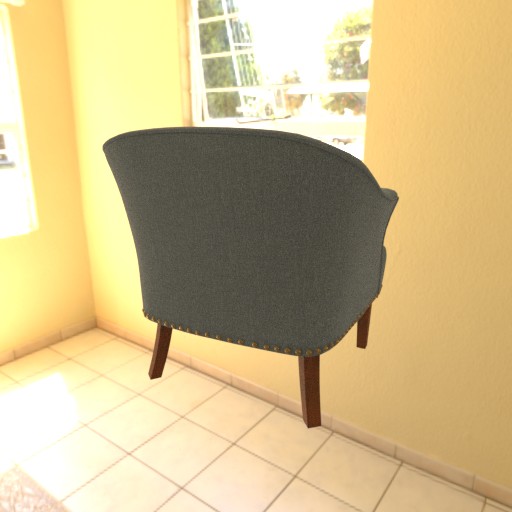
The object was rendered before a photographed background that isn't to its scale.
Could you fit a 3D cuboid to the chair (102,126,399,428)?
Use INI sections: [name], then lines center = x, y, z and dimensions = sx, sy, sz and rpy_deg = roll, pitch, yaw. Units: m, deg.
[chair]
center = 0.000, 0.000, 1.443
dimensions = 0.798, 0.815, 0.704
rpy_deg = 8, 19, 26
